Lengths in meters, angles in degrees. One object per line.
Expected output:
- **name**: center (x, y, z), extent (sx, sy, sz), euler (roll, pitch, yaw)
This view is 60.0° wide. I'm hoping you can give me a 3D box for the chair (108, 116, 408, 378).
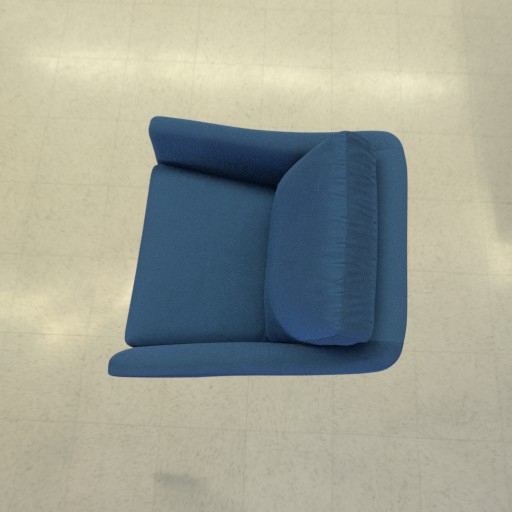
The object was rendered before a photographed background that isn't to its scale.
- **chair**: center (0.000, 0.000, 1.728), extent (0.961, 0.899, 0.987), euler (5, 75, 1)
